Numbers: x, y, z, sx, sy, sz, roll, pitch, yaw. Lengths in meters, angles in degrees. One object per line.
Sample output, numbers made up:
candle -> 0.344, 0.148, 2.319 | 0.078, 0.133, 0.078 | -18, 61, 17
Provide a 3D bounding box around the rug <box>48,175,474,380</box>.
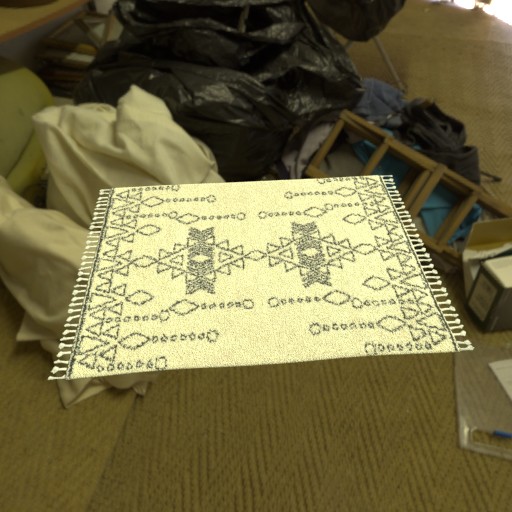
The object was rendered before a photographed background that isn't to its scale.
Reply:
rug -> 0.000, 0.000, 3.839 | 3.027, 0.028, 2.125 | -3, 47, -3
